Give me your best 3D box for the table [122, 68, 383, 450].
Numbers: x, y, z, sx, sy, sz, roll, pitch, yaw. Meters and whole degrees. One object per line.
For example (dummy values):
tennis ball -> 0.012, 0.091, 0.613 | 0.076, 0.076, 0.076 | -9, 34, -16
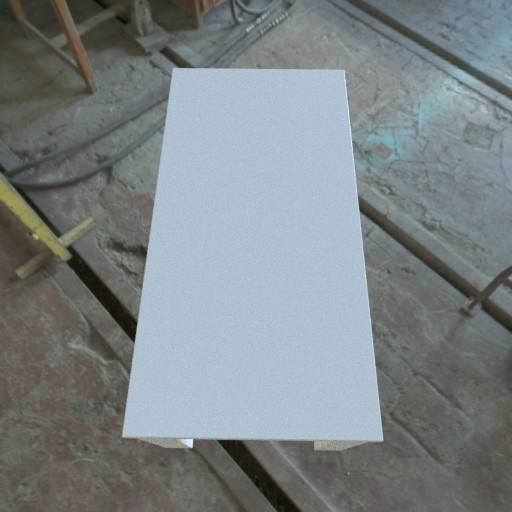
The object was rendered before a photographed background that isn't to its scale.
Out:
table -> 0.000, 0.000, 2.277 | 0.900, 0.790, 1.800 | 1, 64, 0
